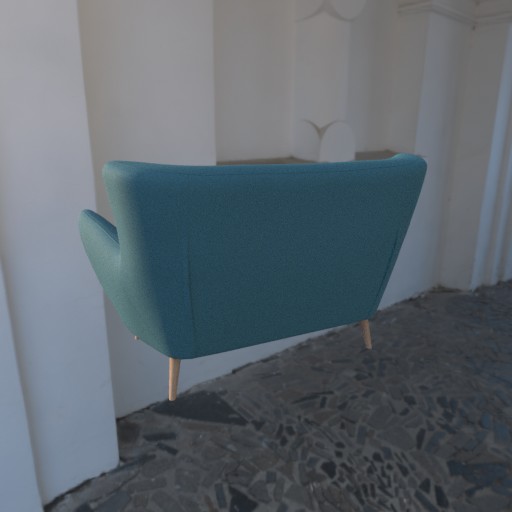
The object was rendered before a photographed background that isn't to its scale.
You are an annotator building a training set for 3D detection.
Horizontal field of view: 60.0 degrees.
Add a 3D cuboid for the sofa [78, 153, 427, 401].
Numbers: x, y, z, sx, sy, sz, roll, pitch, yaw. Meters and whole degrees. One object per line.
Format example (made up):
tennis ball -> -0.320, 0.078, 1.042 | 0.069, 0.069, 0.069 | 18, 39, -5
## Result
sofa -> 0.000, 0.000, 1.977 | 1.397, 0.889, 0.889 | -7, 17, -25
